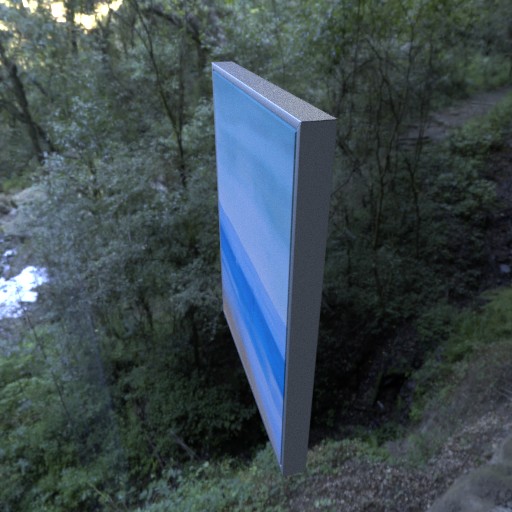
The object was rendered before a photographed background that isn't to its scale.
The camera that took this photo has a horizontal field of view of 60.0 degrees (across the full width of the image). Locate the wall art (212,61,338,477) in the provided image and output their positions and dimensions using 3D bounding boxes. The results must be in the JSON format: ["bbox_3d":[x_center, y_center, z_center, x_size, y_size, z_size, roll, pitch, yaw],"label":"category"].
[{"bbox_3d":[0.000,0.000,0.749,0.039,0.553,0.445,-8,32,-14],"label":"wall art"}]
